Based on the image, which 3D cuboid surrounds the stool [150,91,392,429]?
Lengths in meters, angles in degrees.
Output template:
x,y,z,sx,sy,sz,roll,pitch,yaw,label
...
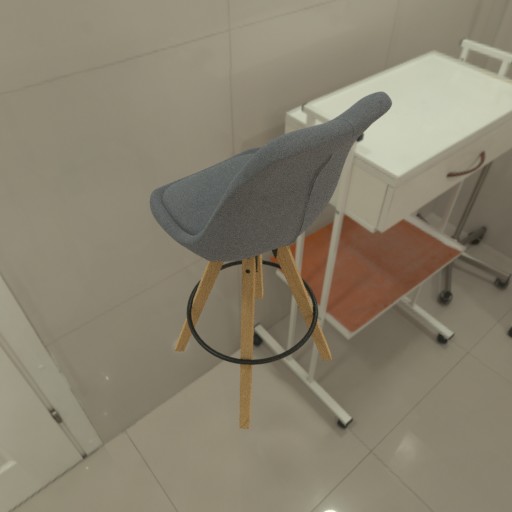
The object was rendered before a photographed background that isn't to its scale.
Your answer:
x,y,z,sx,sy,sz,roll,pitch,yaw,label
0.000,0.000,1.334,0.485,1.115,0.550,-31,53,-27,stool
